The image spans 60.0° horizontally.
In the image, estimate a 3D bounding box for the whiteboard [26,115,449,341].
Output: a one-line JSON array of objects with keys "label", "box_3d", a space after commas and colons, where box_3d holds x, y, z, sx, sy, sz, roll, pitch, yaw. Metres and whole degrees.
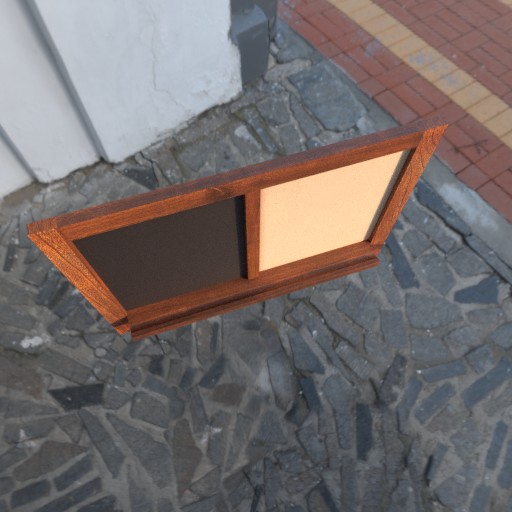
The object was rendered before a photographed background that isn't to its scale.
[{"label": "whiteboard", "box_3d": [0.000, 0.000, 1.012, 0.768, 0.553, 0.083, -16, 64, -8]}]
